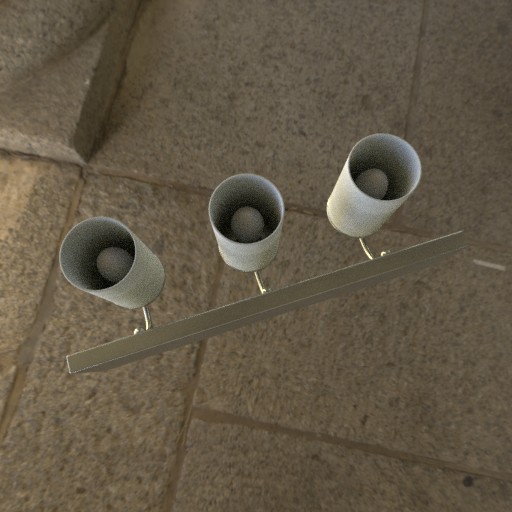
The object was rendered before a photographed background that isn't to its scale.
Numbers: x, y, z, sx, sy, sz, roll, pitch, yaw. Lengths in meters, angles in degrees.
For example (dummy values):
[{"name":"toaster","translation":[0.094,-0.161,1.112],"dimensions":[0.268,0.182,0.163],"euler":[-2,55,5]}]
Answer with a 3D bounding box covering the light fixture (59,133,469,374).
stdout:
[{"name":"light fixture","translation":[0.000,0.000,0.539],"dimensions":[0.451,0.172,0.145],"euler":[-17,77,-4]}]
